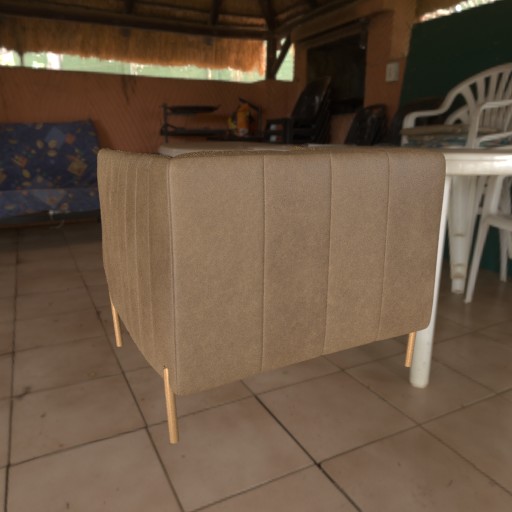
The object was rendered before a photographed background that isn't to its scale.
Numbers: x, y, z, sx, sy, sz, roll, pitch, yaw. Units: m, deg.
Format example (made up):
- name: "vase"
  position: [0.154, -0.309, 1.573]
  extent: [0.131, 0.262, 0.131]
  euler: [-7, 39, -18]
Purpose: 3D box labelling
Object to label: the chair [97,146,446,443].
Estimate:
- name: "chair"
  position: [0.000, 0.000, 1.628]
  extent: [0.981, 0.779, 0.876]
  euler: [-8, 17, -27]
